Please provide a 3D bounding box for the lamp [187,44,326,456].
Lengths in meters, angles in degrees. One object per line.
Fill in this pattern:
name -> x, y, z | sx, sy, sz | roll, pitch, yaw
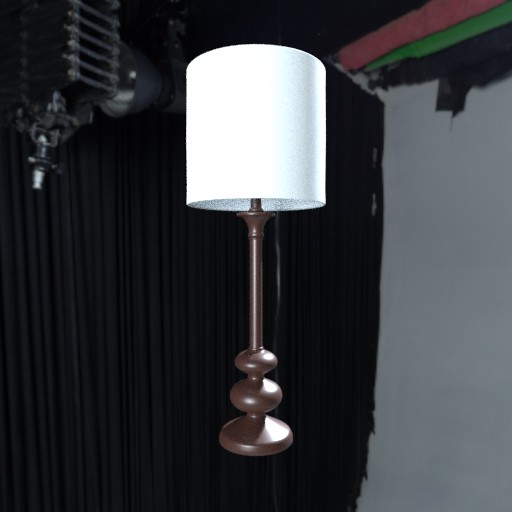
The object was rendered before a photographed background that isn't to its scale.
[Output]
lamp -> 0.000, 0.000, 0.825 | 0.254, 0.690, 0.254 | -1, 1, -35
